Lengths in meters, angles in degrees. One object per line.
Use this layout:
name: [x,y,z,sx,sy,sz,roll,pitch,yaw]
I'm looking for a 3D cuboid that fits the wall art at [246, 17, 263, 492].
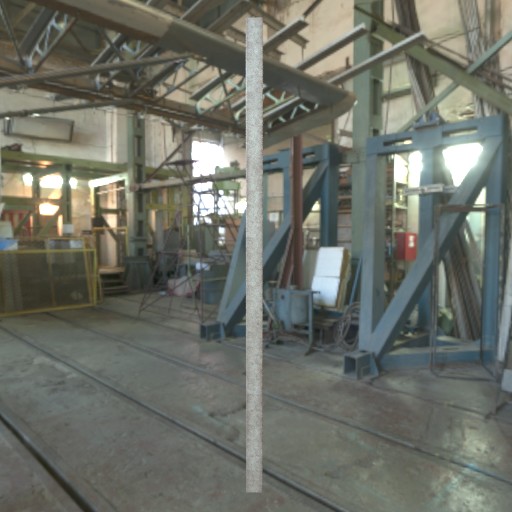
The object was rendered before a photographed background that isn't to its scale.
wall art: [0.000,0.000,1.684,0.051,1.461,0.648,0,3,1]
